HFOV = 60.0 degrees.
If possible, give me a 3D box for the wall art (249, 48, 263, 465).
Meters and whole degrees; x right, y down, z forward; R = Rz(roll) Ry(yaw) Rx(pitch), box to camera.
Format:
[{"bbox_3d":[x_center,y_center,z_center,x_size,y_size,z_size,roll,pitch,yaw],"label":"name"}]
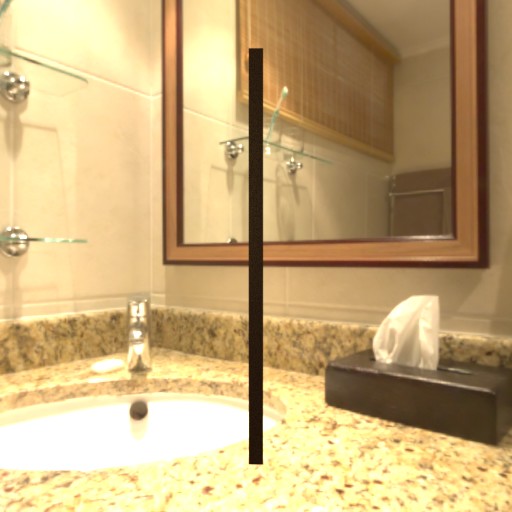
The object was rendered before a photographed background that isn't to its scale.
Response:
[{"bbox_3d":[0.000,0.000,1.616,0.034,0.952,1.207,0,0,0],"label":"wall art"}]
